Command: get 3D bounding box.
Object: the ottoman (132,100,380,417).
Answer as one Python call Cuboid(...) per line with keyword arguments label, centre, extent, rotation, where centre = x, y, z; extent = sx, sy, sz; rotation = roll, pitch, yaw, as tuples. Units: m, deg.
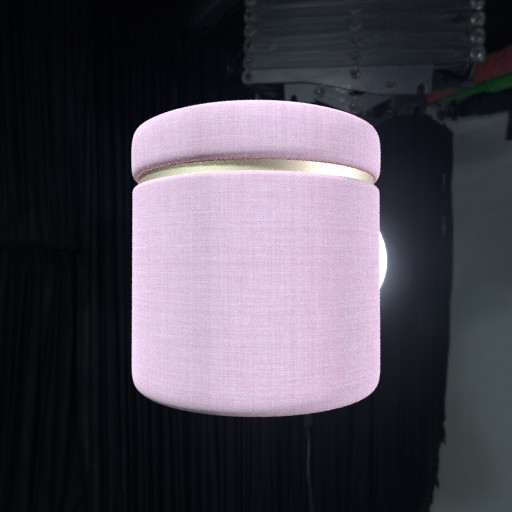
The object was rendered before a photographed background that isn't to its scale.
Cuboid(label="ottoman", centre=(0.000, 0.000, 0.738), extent=(0.400, 0.406, 0.400), rotation=(0, -1, 0))
